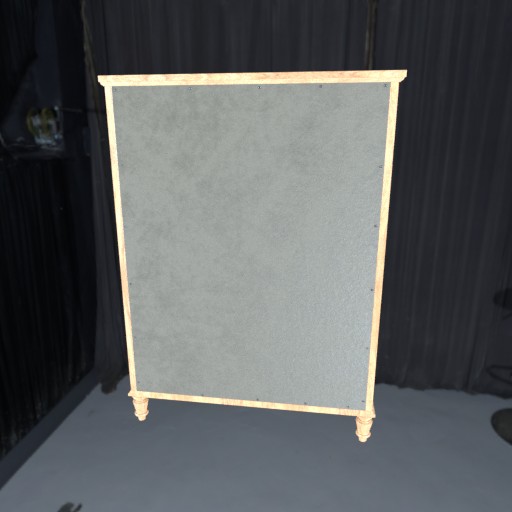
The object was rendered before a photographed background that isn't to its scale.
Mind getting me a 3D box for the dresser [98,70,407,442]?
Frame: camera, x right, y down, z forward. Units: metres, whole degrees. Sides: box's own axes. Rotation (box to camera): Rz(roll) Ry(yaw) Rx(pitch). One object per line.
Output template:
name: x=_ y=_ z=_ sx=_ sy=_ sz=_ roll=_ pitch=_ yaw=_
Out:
dresser: x=0.000 y=0.000 z=1.787 sx=0.973 sy=1.318 sz=0.484 roll=2 pitch=16 yaw=8
